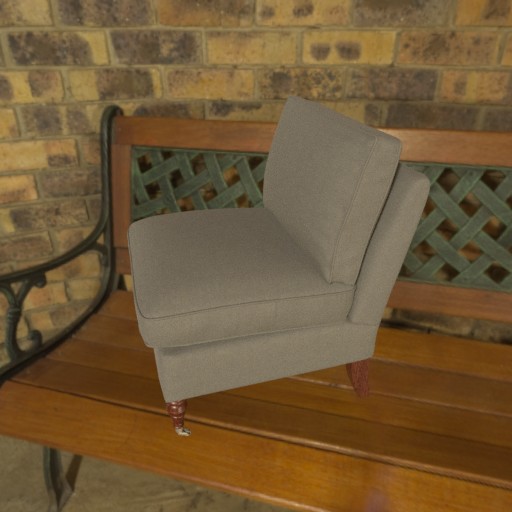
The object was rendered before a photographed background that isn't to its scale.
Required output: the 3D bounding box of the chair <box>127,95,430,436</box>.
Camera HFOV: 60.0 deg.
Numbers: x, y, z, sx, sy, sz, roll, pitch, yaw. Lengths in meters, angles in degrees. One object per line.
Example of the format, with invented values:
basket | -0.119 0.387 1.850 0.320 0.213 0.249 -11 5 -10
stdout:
chair | 0.000 0.000 1.695 0.924 1.045 0.724 -8 31 -15
